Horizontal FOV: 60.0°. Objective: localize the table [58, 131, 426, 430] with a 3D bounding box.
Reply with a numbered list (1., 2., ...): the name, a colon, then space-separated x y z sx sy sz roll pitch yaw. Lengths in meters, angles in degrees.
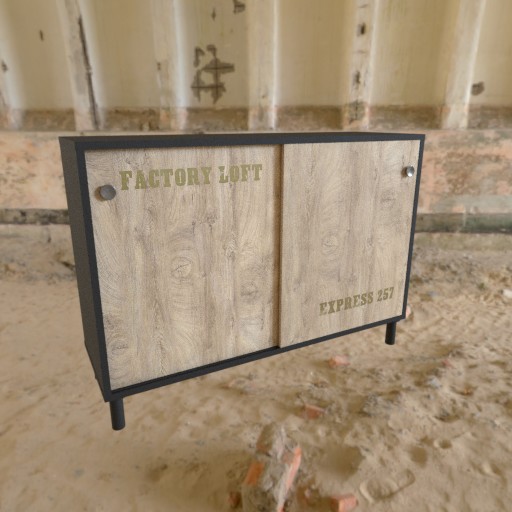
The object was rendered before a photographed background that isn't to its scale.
1. table: 0.000 0.000 1.626 1.200 0.855 0.400 -9 19 -27
